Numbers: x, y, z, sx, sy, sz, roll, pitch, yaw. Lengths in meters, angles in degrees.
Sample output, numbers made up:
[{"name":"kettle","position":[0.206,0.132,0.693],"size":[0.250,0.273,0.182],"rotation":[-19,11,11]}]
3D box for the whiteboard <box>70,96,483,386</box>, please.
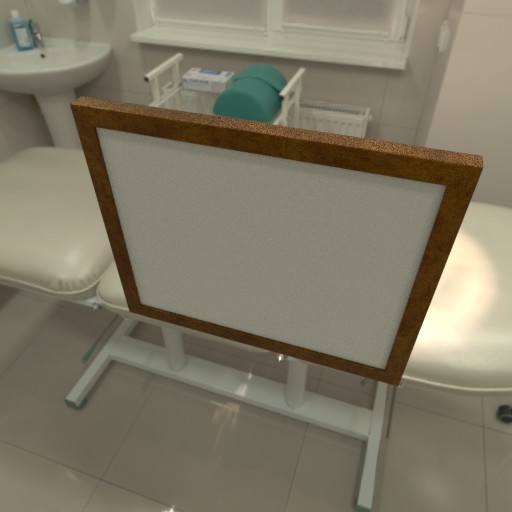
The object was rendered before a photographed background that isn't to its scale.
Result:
[{"name":"whiteboard","position":[0.000,0.000,0.739],"size":[0.561,0.457,0.029],"rotation":[13,43,14]}]
